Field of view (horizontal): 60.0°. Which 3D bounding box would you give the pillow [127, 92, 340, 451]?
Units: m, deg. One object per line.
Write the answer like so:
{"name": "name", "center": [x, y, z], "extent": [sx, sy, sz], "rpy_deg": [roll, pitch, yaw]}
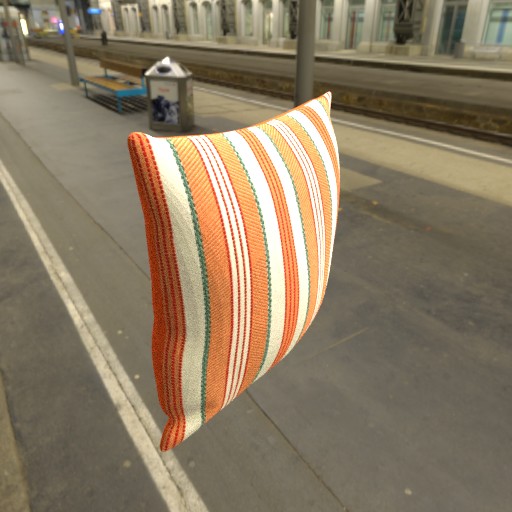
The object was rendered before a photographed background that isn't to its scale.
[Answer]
{"name": "pillow", "center": [0.000, 0.000, 0.674], "extent": [0.182, 0.441, 0.440], "rpy_deg": [18, 33, 30]}
